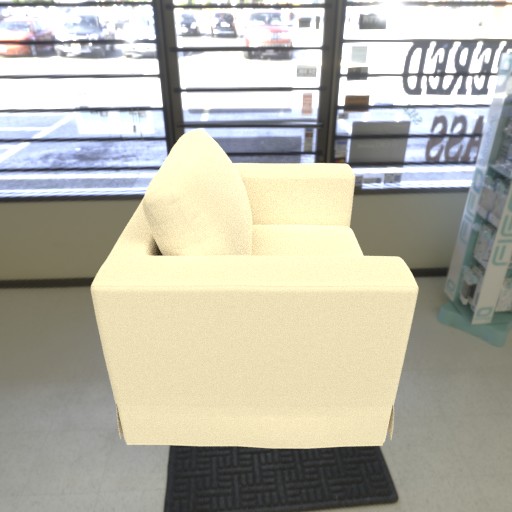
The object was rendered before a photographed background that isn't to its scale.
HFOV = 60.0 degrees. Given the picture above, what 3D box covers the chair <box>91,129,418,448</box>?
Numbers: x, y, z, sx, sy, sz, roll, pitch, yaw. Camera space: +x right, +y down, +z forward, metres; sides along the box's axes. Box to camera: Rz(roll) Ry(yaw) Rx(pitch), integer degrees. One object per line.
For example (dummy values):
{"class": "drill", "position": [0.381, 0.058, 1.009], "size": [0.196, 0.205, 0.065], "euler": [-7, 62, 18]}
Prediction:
{"class": "chair", "position": [0.000, 0.000, 1.816], "size": [0.957, 0.878, 1.150], "euler": [0, 29, 0]}
